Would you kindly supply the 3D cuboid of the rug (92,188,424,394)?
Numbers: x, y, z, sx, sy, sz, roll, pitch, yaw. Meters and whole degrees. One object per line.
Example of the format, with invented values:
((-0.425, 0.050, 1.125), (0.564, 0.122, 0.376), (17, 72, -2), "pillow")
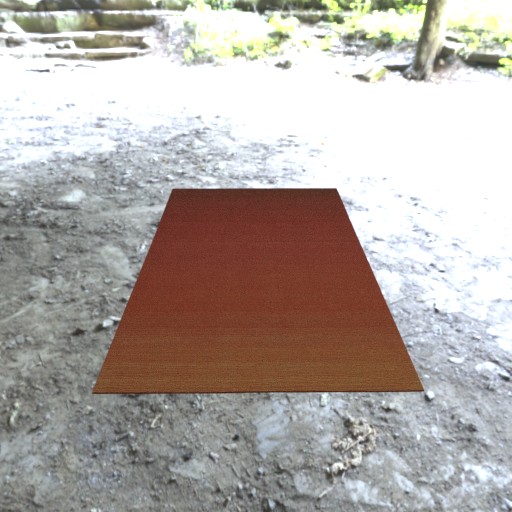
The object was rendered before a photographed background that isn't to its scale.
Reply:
((0.000, 0.000, 3.079), (1.531, 0.010, 2.442), (0, 31, 0), "rug")
